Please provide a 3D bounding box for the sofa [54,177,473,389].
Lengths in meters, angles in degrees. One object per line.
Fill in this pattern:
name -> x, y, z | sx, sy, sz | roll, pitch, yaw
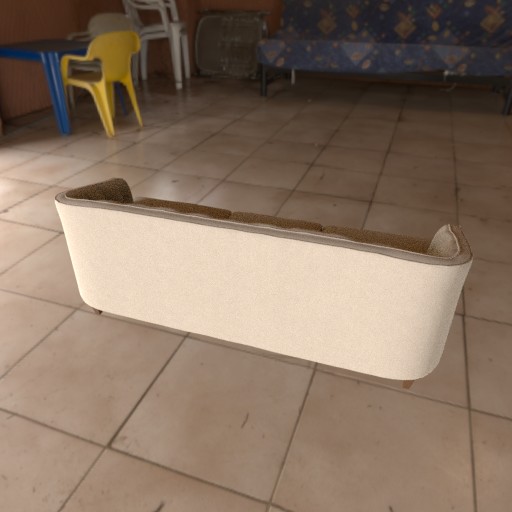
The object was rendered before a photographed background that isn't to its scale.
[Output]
sofa -> 0.000, 0.000, 2.713 | 2.278, 0.855, 0.941 | 10, 33, 16
